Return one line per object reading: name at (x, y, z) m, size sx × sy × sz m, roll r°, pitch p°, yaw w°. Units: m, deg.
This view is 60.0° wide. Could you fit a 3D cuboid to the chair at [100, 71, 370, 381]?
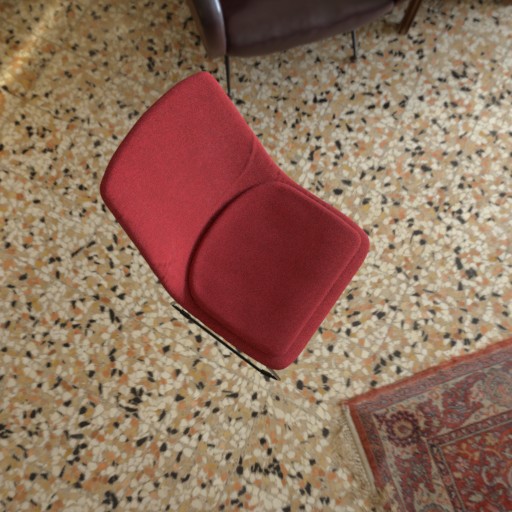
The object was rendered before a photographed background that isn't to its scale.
chair at (0.000, 0.000, 1.168) m, size 0.518 × 0.858 × 0.479 m, roll 35°, pitch 79°, yaw 8°
